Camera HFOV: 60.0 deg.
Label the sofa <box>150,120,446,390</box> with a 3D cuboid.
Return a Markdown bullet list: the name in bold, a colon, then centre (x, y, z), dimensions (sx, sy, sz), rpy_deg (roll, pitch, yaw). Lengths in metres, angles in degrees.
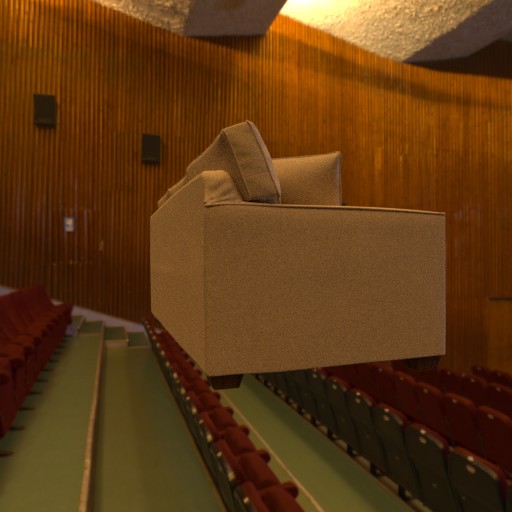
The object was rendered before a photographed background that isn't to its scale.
- **sofa**: centre (0.000, 0.000, 2.560), dimensions (1.034, 0.946, 1.962), rpy_deg (0, -1, -19)
